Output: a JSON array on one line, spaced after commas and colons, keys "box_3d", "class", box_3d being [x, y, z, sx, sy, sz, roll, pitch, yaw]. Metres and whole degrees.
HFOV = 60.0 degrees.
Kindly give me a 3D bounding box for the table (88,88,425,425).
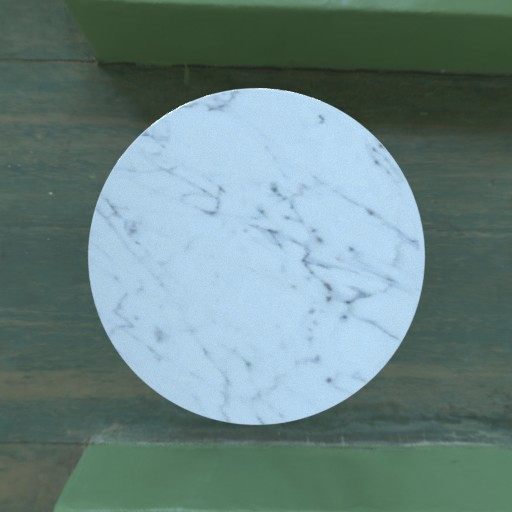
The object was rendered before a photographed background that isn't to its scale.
[{"box_3d": [0.000, 0.000, 1.269, 0.800, 0.450, 0.800, 0, 92, -1], "class": "table"}]
